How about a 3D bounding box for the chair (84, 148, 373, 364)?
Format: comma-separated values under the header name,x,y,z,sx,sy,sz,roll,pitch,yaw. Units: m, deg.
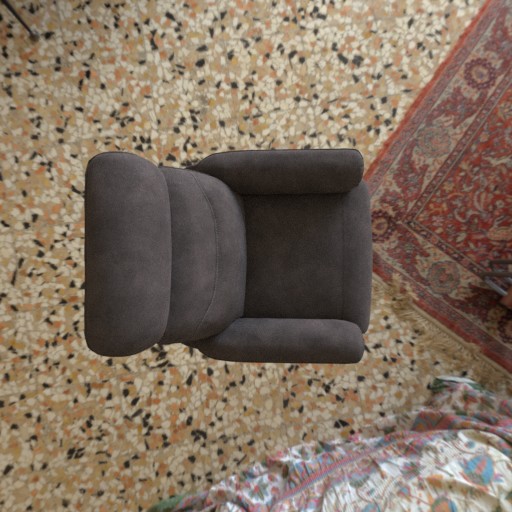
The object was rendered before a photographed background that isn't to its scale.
name,x,y,z,sx,sy,sz,roll,pitch,yaw
chair,0.000,0.000,1.742,1.009,1.035,0.830,0,89,-2
